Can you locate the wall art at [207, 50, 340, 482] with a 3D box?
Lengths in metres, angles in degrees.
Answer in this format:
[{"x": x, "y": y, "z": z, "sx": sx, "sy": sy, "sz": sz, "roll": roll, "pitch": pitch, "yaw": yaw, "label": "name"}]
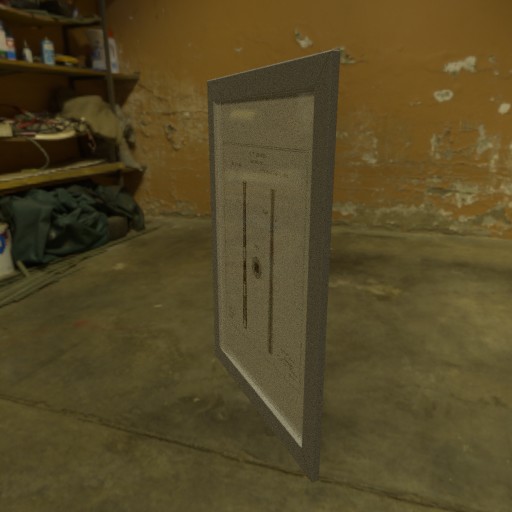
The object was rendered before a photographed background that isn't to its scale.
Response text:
[{"x": 0.000, "y": 0.000, "z": 0.679, "sx": 0.012, "sy": 0.529, "sz": 0.374, "roll": -8, "pitch": 18, "yaw": -24, "label": "wall art"}]
